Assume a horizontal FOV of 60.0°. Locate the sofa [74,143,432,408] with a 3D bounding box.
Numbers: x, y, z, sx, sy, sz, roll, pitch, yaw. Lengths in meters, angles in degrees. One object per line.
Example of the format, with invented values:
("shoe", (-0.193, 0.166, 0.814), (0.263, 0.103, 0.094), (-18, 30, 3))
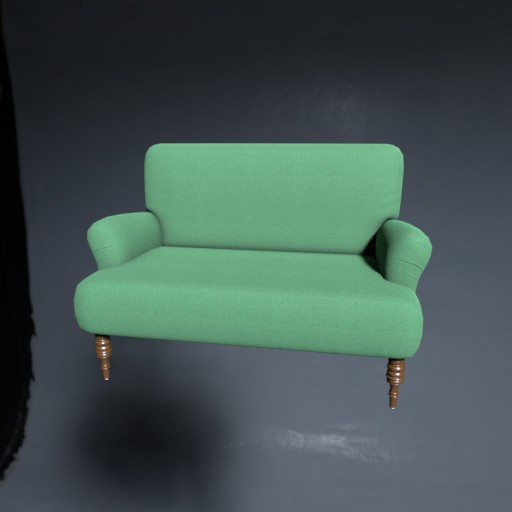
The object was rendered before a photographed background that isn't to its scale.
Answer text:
("sofa", (0.000, 0.000, 1.817), (1.297, 0.889, 0.779), (3, 15, 10))
